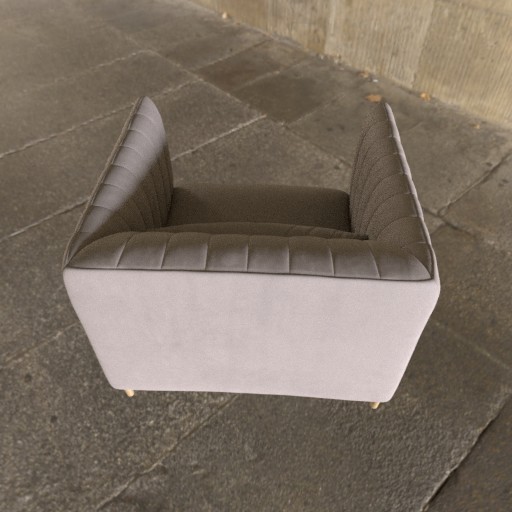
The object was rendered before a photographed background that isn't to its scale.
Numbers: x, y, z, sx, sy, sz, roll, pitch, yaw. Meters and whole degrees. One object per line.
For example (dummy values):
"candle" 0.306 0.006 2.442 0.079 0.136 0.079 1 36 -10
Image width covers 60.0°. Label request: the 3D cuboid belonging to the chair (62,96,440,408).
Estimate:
"chair" 0.000 0.000 1.578 0.981 0.779 0.873 2 47 2
